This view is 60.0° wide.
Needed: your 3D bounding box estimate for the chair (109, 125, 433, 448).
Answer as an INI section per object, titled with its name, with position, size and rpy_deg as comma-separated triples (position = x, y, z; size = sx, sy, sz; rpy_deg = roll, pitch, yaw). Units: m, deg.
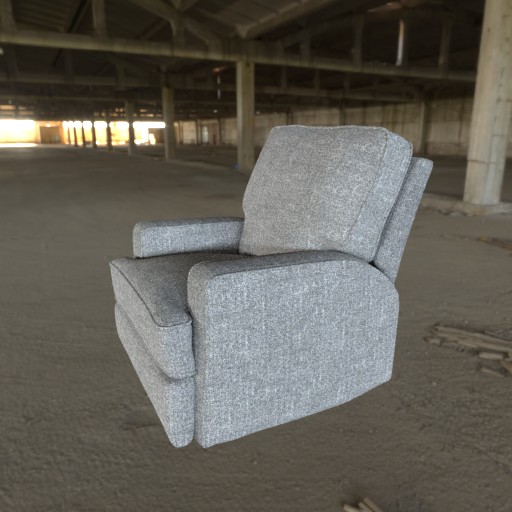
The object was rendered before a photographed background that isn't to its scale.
[chair]
position = 0.000, 0.000, 1.674
size = 0.964, 0.962, 0.861
rpy_deg = -8, 17, -27
